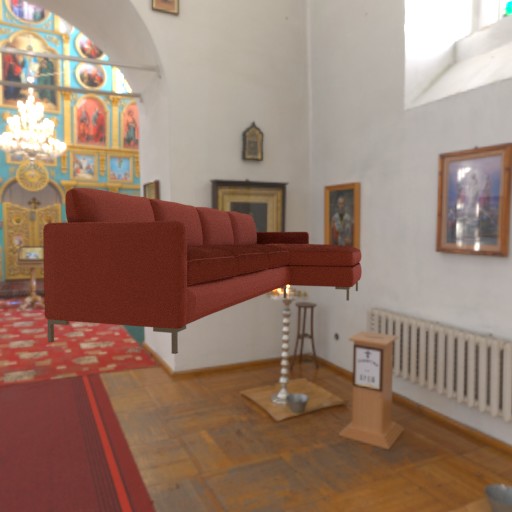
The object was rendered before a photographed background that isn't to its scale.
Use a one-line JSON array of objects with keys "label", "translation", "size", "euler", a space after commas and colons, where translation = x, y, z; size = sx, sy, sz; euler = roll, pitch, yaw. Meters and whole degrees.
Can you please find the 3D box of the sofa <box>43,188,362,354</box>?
[{"label": "sofa", "translation": [0.000, 0.000, 3.419], "size": [1.350, 0.810, 2.932], "euler": [1, 2, 19]}]
